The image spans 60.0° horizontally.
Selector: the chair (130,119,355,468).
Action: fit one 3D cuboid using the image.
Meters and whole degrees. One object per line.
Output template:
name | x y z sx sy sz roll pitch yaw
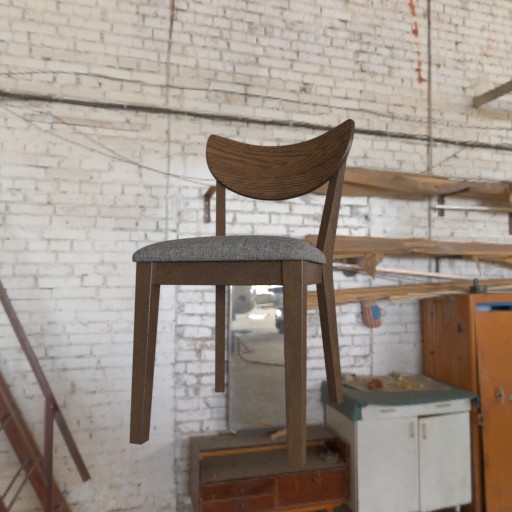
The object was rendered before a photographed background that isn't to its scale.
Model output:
chair | 0.000 0.000 1.210 0.491 0.849 0.583 -1 -3 19
